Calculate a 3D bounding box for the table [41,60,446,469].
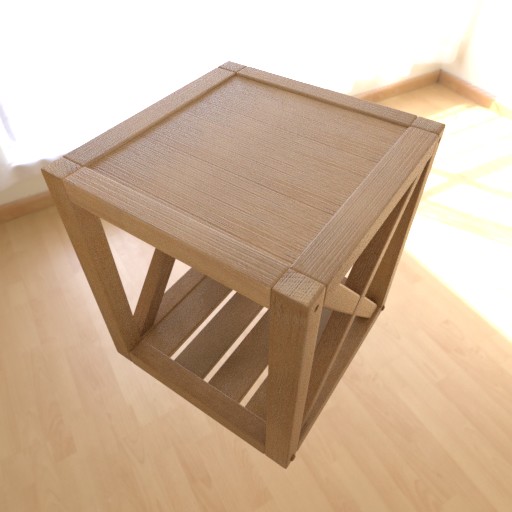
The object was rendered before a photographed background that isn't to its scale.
[{"bbox_3d":[0.000,0.000,1.056,0.558,0.610,0.559,26,52,23],"label":"table"}]
